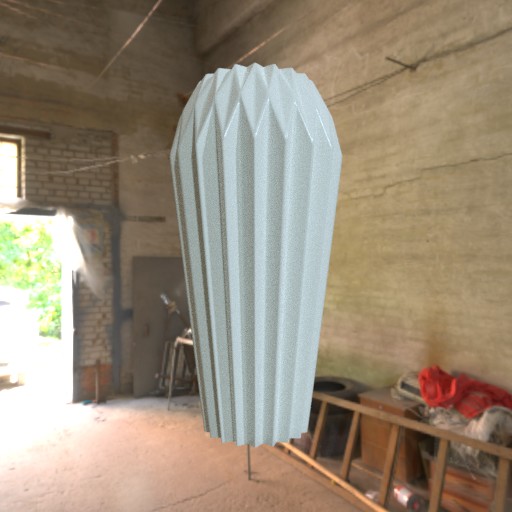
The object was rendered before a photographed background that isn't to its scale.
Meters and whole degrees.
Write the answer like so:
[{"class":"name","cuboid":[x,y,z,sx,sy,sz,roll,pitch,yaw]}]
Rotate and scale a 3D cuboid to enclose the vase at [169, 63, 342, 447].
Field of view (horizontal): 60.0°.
[{"class":"vase","cuboid":[0.000,0.000,0.345,0.133,0.263,0.133,0,0,0]}]
